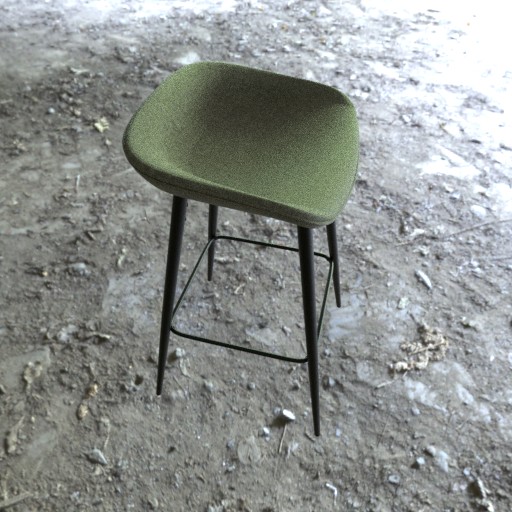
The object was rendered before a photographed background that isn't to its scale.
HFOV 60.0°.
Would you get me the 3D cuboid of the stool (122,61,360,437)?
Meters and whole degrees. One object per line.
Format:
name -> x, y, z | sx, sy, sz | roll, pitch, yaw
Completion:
stool -> 0.000, 0.000, 1.109 | 0.480, 0.814, 0.469 | 11, 47, 10
